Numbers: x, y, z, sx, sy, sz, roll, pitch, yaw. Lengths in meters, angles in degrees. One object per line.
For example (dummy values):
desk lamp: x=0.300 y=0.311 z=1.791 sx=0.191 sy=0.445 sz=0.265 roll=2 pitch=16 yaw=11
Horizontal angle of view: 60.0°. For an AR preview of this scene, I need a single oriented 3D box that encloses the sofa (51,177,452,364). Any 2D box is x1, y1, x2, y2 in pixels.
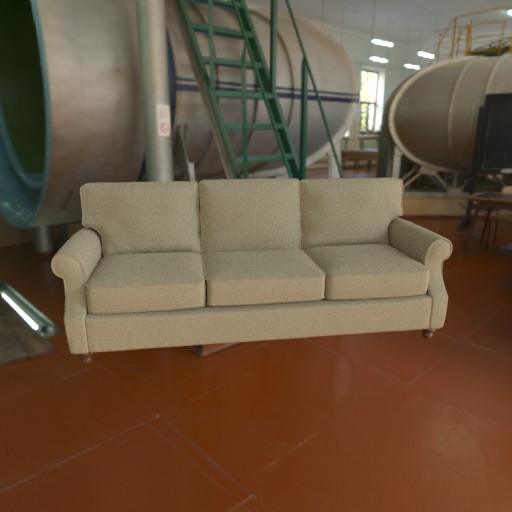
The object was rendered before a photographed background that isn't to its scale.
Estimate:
sofa: x=0.000 y=0.000 z=2.894 sx=2.354 sy=0.948 sz=0.966 roll=-2 pitch=16 yaw=-8
